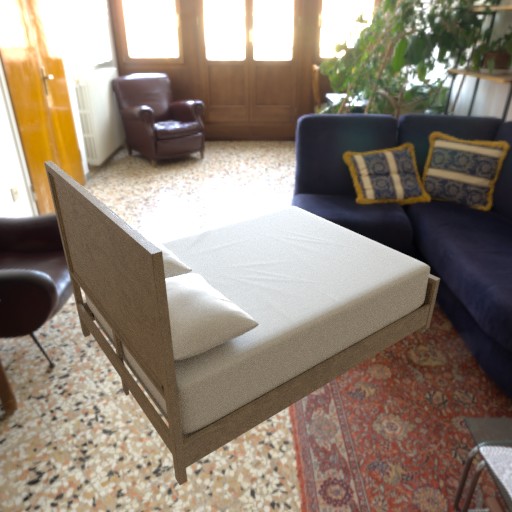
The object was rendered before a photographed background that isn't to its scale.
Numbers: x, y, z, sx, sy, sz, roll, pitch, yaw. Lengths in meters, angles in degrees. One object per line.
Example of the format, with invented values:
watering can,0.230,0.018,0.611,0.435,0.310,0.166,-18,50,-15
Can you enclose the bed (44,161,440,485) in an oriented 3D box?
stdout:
bed,0.000,0.000,3.164,2.189,1.369,1.606,-19,33,-32
